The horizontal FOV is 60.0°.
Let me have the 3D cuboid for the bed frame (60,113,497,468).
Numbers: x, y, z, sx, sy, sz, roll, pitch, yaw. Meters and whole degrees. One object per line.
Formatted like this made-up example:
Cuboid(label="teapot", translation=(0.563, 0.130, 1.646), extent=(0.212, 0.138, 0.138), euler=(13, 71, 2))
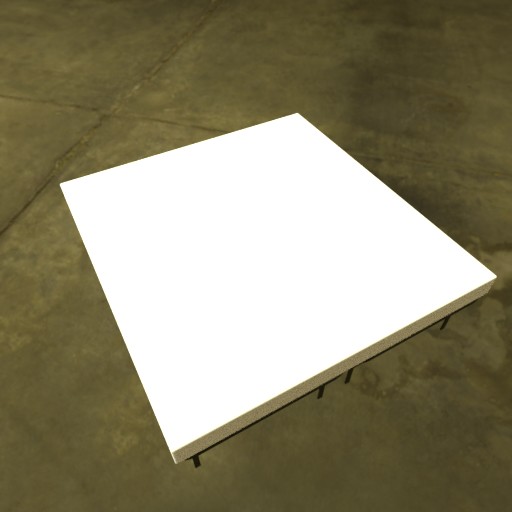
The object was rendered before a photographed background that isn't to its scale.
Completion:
Cuboid(label="bed frame", translation=(0.000, 0.000, 2.940), extent=(1.930, 0.559, 2.032), euler=(-22, 51, -19))
